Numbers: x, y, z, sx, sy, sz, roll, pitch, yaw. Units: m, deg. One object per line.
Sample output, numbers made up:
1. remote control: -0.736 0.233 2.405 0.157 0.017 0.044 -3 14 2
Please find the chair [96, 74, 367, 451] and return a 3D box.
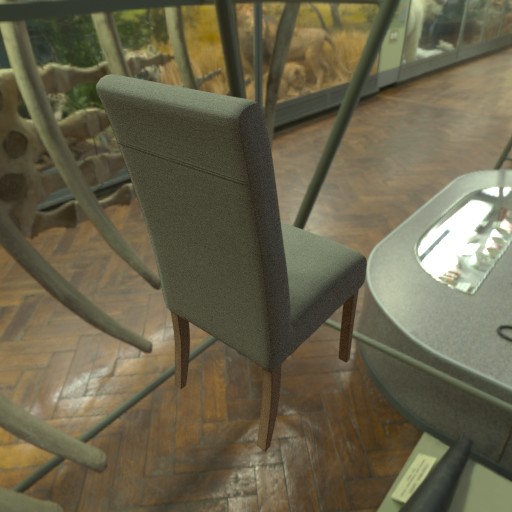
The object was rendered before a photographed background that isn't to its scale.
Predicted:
1. chair: 0.000 0.000 1.312 0.450 1.033 0.611 24 39 33
